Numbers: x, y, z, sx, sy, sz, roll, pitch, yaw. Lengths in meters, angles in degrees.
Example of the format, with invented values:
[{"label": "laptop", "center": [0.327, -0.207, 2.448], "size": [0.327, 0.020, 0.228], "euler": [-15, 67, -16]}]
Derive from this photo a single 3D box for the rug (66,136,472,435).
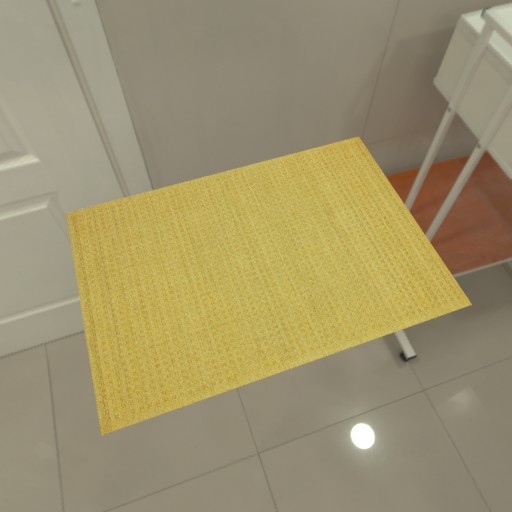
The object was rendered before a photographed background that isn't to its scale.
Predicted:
[{"label": "rug", "center": [0.000, 0.000, 3.719], "size": [2.895, 0.006, 1.981], "euler": [-17, 60, -10]}]
